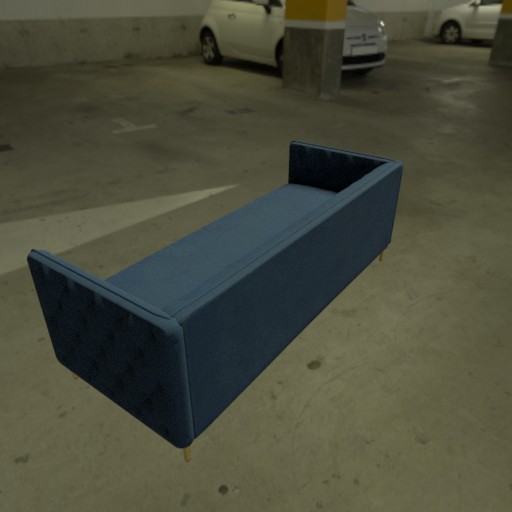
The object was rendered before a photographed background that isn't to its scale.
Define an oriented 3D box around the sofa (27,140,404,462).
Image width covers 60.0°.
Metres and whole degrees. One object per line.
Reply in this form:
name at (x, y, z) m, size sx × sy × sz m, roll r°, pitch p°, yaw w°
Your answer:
sofa at (0.000, 0.000, 2.602) m, size 0.895 × 0.771 × 2.209 m, roll 20°, pitch 36°, yaw 31°
